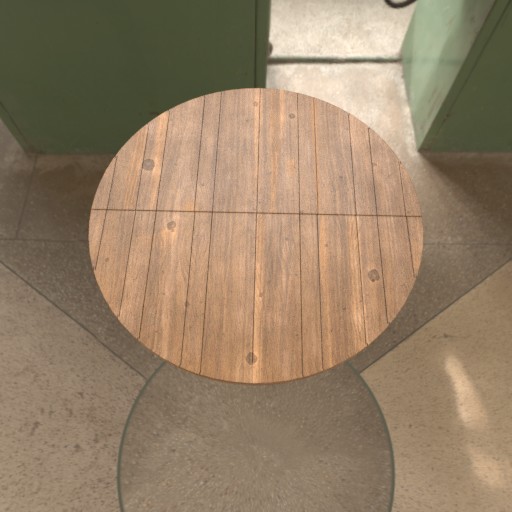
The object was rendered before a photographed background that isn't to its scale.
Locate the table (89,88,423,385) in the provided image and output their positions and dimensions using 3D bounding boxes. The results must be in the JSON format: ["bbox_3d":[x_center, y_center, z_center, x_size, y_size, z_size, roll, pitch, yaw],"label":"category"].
[{"bbox_3d":[0.000,0.000,1.973,1.213,0.764,1.213,0,66,0],"label":"table"}]
